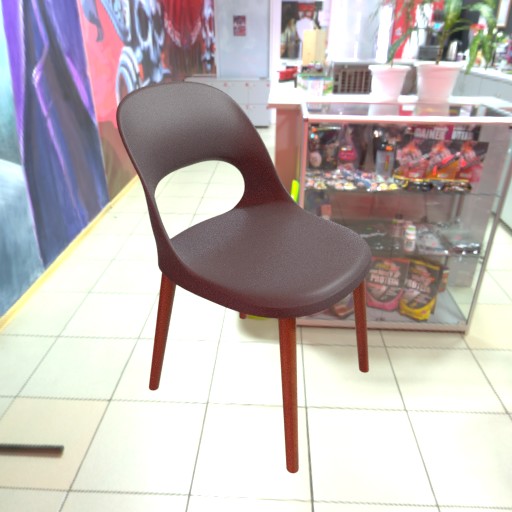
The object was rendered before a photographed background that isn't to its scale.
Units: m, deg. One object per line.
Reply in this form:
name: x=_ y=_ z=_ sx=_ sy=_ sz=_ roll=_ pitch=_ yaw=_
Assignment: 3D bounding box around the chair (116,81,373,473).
chair: x=0.000 y=0.000 z=1.129 sx=0.556 sy=0.795 sz=0.470 roll=18 pitch=33 yaw=31
